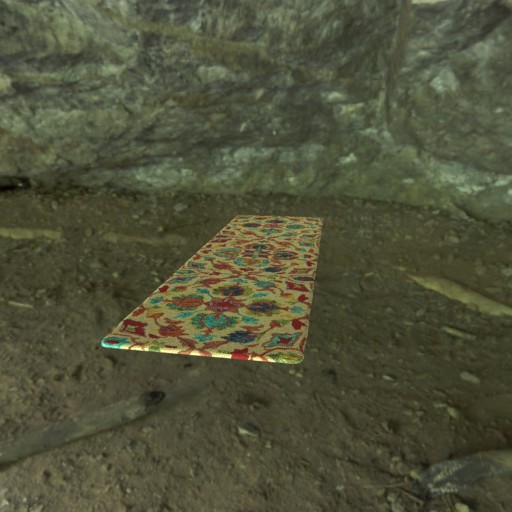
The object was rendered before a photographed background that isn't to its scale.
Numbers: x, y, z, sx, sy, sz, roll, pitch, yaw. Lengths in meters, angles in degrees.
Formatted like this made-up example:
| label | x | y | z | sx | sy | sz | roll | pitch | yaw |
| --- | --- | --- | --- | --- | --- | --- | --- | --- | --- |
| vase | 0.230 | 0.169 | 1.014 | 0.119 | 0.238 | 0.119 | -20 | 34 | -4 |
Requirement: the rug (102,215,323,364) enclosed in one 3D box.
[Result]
| label | x | y | z | sx | sy | sz | roll | pitch | yaw |
| --- | --- | --- | --- | --- | --- | --- | --- | --- | --- |
| rug | 0.000 | 0.000 | 2.506 | 0.693 | 0.016 | 2.273 | 3 | 17 | 9 |
